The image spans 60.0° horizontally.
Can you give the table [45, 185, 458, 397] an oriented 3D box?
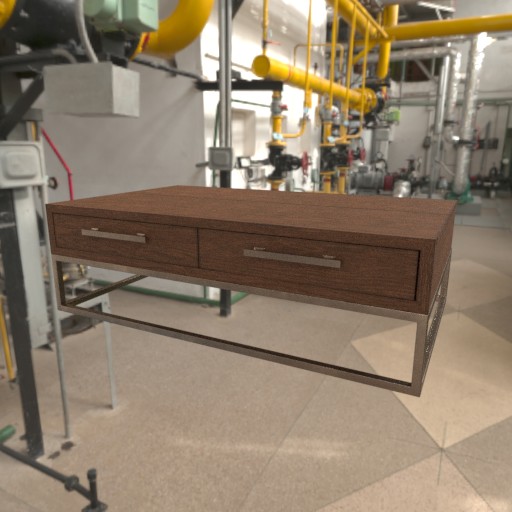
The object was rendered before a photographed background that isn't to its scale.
[{"bbox_3d":[0.000,0.000,1.492,1.167,0.361,0.719,7,16,26],"label":"table"}]
